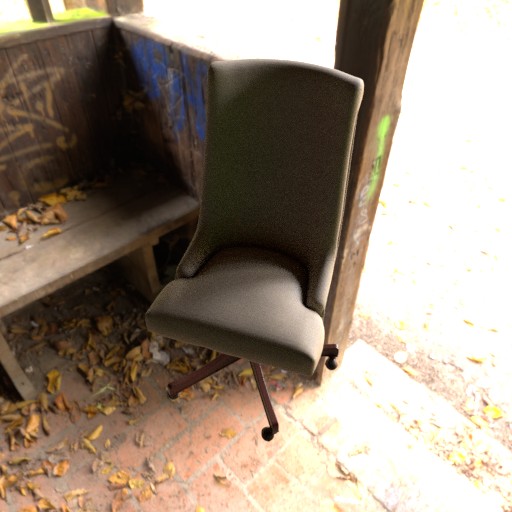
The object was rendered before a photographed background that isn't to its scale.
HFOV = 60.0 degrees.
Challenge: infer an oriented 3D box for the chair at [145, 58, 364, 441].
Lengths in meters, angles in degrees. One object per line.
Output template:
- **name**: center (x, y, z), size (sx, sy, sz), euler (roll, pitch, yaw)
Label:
- **chair**: center (0.000, 0.000, 1.420), size (0.645, 1.010, 0.696), euler (13, 44, 14)
